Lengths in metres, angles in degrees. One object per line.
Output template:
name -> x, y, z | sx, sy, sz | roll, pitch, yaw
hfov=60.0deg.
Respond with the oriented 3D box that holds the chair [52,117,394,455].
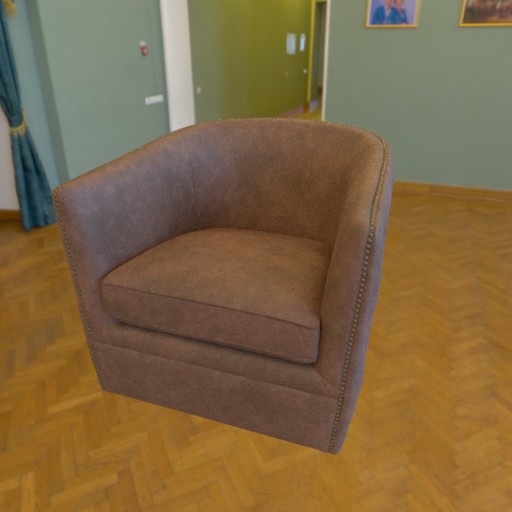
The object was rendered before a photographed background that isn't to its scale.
chair -> 0.000, 0.000, 1.505 | 0.850, 0.790, 0.870 | 9, 27, 17
